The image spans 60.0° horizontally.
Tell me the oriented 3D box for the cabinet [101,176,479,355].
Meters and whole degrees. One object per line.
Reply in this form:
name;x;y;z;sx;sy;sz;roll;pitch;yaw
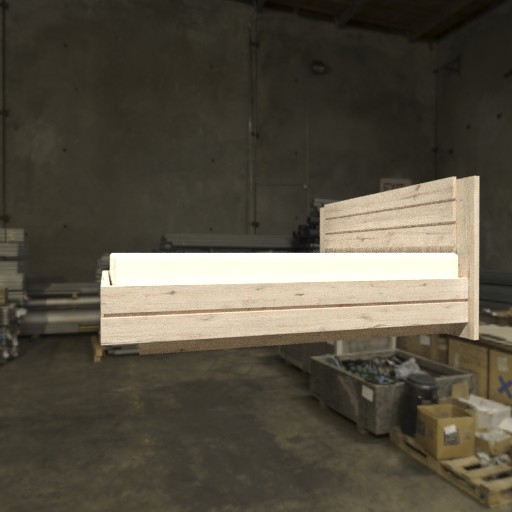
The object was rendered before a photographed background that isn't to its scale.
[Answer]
cabinet;0.000;0.000;3.169;2.080;0.970;1.950;0;0;-19
